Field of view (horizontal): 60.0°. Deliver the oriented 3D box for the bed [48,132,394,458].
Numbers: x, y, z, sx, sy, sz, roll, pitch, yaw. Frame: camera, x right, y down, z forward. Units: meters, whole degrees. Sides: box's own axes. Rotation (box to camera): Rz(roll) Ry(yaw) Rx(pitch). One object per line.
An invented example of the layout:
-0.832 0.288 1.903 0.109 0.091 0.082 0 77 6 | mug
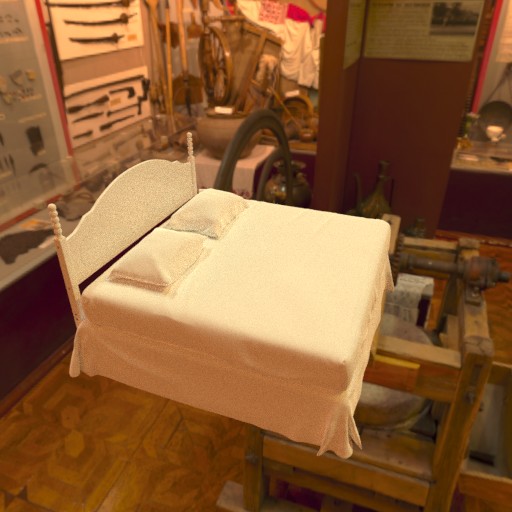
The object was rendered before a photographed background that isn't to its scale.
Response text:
0.000 0.000 3.645 2.219 1.355 2.322 11 32 18 | bed
